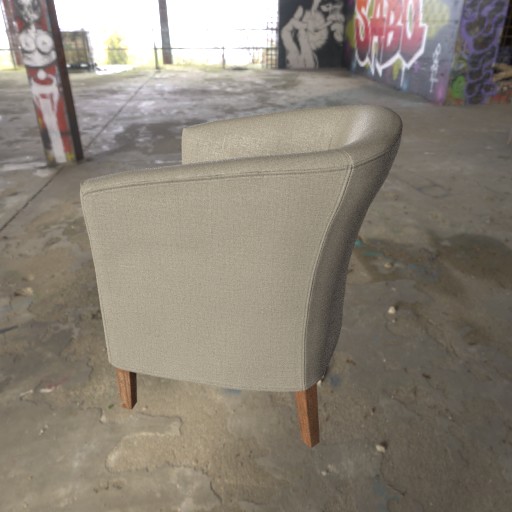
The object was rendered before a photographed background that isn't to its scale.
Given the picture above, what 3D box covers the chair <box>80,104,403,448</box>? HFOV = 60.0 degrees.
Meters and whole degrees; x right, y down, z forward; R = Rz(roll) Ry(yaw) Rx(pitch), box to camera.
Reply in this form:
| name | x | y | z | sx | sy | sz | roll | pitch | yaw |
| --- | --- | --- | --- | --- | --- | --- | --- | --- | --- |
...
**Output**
| name | x | y | z | sx | sy | sz | roll | pitch | yaw |
| --- | --- | --- | --- | --- | --- | --- | --- | --- | --- |
| chair | 0.000 | 0.000 | 1.227 | 0.668 | 0.771 | 0.600 | 7 | 29 | 13 |
